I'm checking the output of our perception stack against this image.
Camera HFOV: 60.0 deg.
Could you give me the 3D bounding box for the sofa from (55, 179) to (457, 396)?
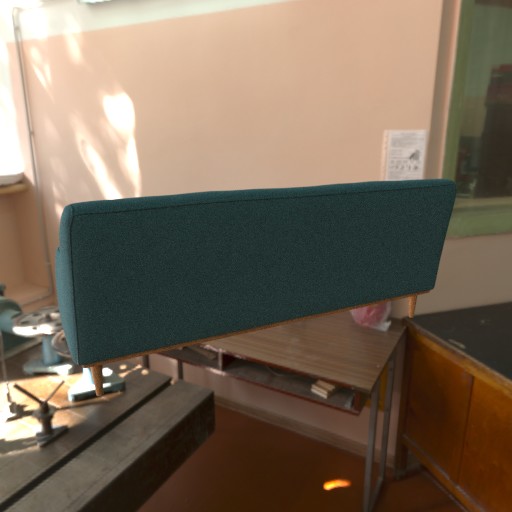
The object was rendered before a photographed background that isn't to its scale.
[{"bbox_3d":[0.000,0.000,2.492,2.057,0.871,0.978,-8,17,-26],"label":"sofa"}]
